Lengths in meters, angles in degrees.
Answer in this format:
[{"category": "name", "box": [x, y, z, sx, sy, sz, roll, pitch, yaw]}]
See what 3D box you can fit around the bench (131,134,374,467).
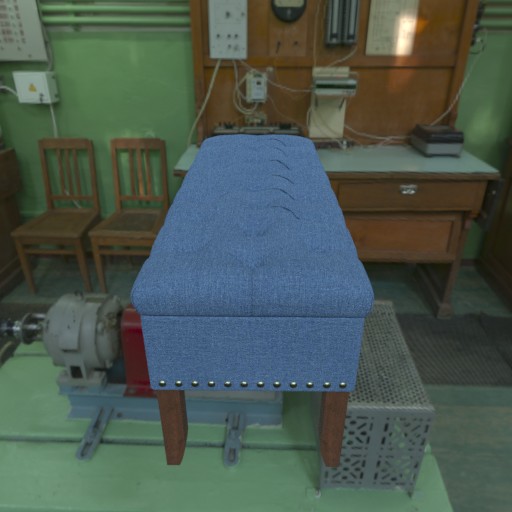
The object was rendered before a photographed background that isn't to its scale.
[{"category": "bench", "box": [0.000, 0.000, 1.292, 0.417, 0.492, 1.052, 0, 28, 1]}]
